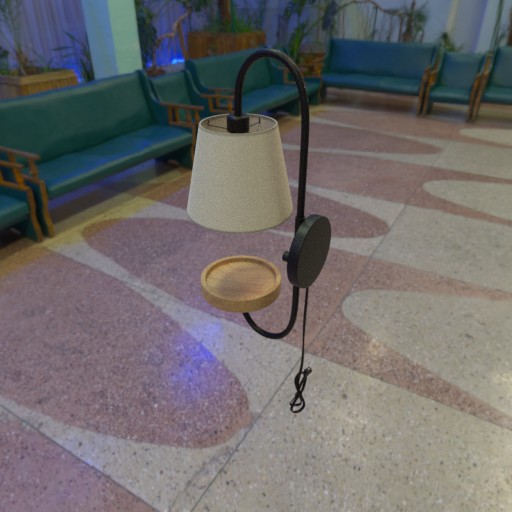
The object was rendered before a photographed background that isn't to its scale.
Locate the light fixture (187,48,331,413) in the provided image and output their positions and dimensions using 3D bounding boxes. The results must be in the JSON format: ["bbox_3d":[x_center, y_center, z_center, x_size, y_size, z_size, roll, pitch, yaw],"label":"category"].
[{"bbox_3d":[0.000,0.000,0.958,0.299,0.821,0.220,19,36,28],"label":"light fixture"}]
